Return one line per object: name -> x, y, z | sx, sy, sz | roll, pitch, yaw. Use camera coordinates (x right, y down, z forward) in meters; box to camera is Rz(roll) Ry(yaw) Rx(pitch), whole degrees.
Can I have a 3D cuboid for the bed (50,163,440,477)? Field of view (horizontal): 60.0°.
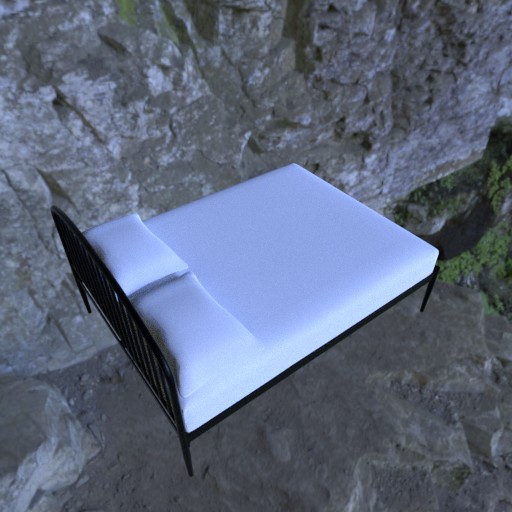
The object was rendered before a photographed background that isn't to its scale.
bed -> 0.000, 0.000, 3.145 | 2.159, 1.166, 1.618 | -26, 47, -27
